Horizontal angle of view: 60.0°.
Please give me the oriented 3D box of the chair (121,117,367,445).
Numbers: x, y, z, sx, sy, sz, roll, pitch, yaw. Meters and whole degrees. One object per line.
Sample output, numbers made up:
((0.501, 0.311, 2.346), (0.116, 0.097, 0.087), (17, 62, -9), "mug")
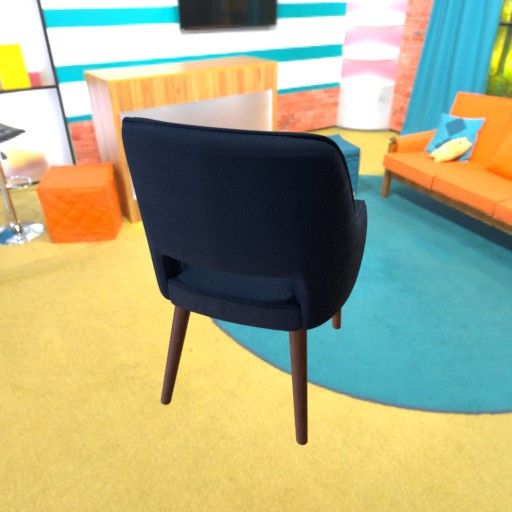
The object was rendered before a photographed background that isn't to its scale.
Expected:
((0.000, 0.000, 1.222), (0.559, 0.844, 0.591), (10, 33, 16), "chair")
